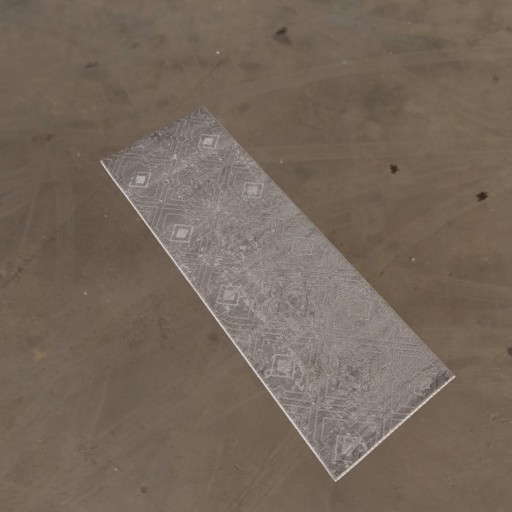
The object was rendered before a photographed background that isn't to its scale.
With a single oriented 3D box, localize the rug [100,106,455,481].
[{"bbox_3d":[0.000,0.000,2.642,0.832,0.035,2.381,-34,68,-16],"label":"rug"}]
